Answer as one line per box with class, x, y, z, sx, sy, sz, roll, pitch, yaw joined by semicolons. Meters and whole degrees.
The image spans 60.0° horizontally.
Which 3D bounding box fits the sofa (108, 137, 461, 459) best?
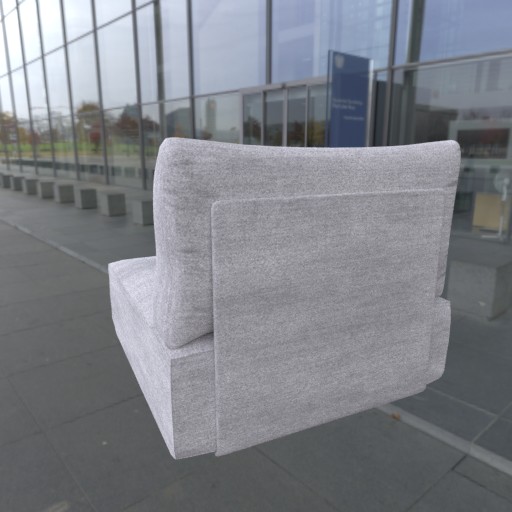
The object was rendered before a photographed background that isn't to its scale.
sofa;0.000;0.000;1.635;0.930;0.820;1.000;-7;15;-25
